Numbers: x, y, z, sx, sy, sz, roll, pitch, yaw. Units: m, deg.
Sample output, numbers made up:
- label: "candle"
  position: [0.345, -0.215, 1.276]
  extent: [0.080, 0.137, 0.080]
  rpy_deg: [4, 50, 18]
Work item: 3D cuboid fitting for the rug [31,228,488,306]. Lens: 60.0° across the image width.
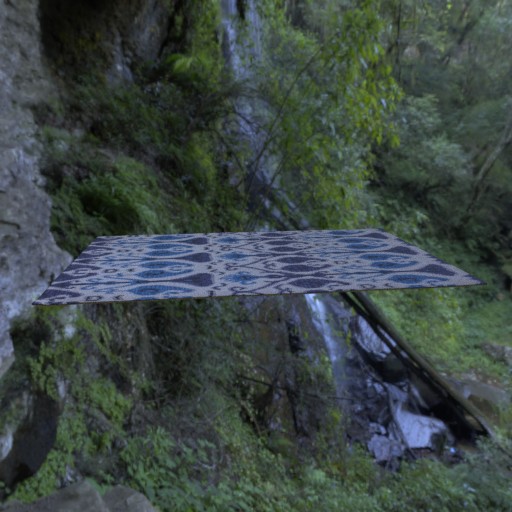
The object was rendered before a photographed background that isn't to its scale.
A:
- label: "rug"
  position: [0.000, 0.000, 2.133]
  extent: [1.698, 0.013, 1.072]
  rpy_deg: [-2, 16, -7]
